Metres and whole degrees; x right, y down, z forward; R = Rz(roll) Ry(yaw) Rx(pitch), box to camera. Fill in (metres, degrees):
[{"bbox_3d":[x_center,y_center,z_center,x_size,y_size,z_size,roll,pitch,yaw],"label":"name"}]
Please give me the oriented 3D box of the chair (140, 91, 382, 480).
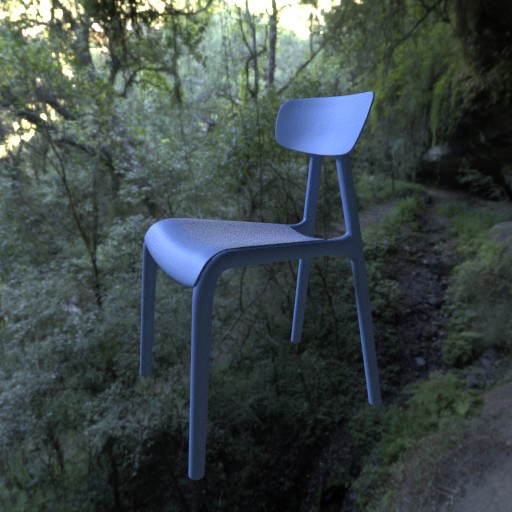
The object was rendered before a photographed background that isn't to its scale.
[{"bbox_3d":[0.000,0.000,0.836,0.401,0.580,0.356,-8,18,-26],"label":"chair"}]
